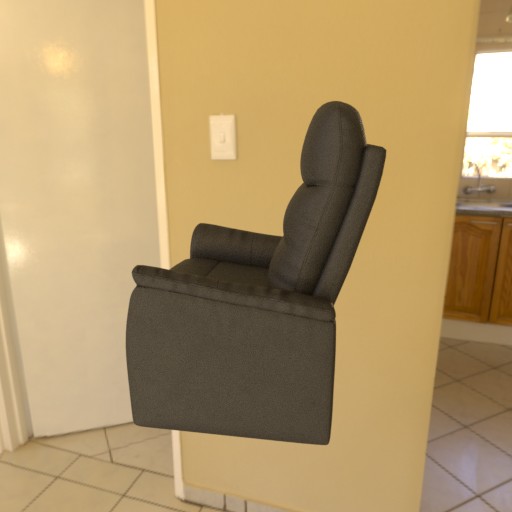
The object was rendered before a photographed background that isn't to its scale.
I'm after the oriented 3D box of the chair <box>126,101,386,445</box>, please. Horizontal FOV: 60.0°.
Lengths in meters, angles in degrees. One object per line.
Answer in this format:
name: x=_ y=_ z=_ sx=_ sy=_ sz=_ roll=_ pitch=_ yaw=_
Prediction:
chair: x=0.000 y=0.000 z=1.664 sx=0.831 sy=1.082 sz=0.775 roll=2 pitch=15 yaw=9
